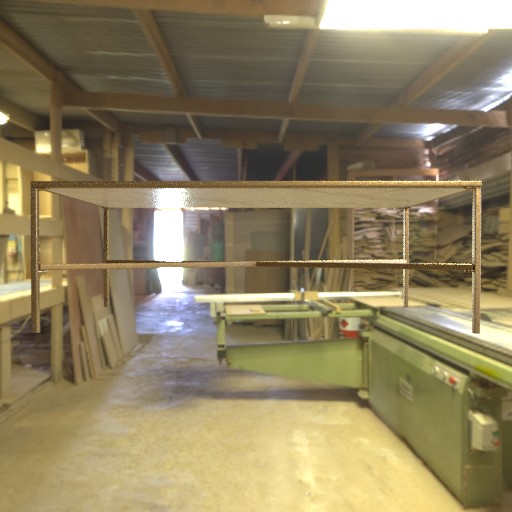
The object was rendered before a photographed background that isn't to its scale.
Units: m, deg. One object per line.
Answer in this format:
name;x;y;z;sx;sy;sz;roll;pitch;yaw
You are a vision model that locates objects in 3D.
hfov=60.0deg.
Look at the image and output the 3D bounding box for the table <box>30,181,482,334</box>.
table;0.000;0.000;1.464;1.197;0.405;0.577;0;1;0
